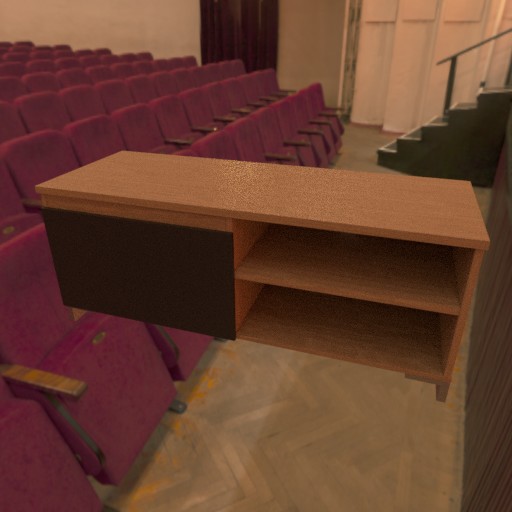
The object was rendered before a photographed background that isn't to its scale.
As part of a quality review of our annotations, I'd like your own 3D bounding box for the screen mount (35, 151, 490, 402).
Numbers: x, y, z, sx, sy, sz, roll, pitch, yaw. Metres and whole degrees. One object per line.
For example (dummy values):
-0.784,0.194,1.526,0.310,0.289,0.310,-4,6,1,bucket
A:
0.000,0.000,1.273,1.084,0.432,0.406,9,28,16,screen mount
